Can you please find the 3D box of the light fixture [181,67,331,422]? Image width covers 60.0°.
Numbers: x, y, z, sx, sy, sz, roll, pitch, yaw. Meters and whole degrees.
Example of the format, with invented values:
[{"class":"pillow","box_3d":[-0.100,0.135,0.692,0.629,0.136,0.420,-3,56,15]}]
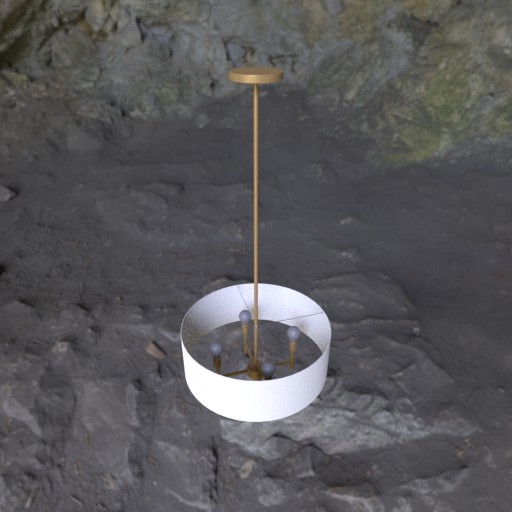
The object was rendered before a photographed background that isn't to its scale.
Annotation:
[{"class":"light fixture","box_3d":[0.000,0.000,1.370,0.508,1.067,0.508,0,31,0]}]
